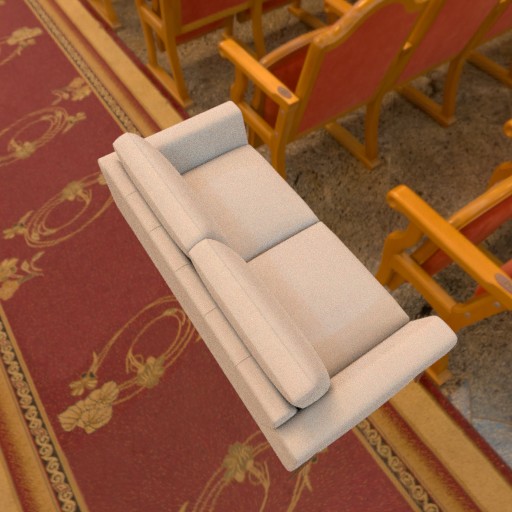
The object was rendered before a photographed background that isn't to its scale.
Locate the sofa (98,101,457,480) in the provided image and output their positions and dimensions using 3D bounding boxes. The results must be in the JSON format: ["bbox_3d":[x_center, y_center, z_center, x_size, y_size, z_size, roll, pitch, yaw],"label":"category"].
[{"bbox_3d":[0.000,0.000,2.494,0.953,0.875,2.017,-30,63,-17],"label":"sofa"}]
